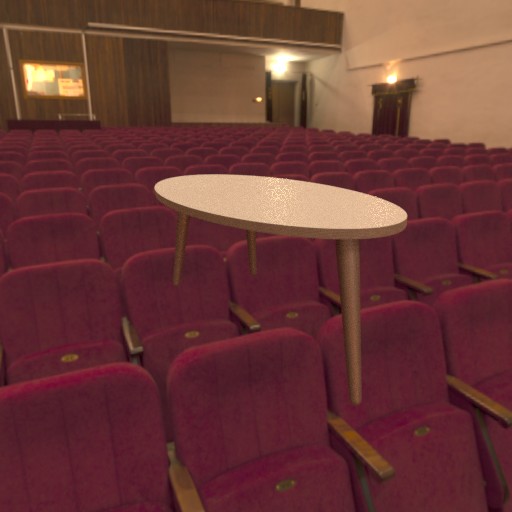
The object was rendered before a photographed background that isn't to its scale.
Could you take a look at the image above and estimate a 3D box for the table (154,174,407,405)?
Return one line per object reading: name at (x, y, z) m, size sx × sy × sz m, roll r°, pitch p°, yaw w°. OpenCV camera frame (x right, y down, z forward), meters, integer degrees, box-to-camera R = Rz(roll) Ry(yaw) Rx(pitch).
table at (0.000, 0.000, 1.339) m, size 0.542 × 0.390 × 1.083 m, roll -7°, pitch 17°, yaw -23°
